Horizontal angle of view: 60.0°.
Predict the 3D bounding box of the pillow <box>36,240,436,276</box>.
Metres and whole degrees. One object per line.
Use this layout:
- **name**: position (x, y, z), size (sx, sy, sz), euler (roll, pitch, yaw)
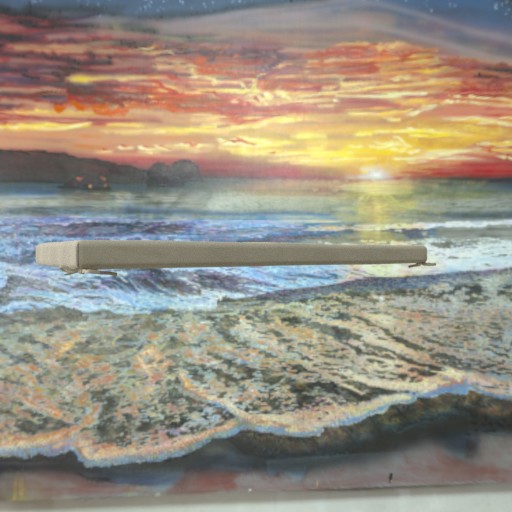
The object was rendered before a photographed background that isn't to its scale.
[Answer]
- **pillow**: position (0.000, 0.000, 1.347), size (1.187, 0.081, 0.492), euler (0, 0, -35)
